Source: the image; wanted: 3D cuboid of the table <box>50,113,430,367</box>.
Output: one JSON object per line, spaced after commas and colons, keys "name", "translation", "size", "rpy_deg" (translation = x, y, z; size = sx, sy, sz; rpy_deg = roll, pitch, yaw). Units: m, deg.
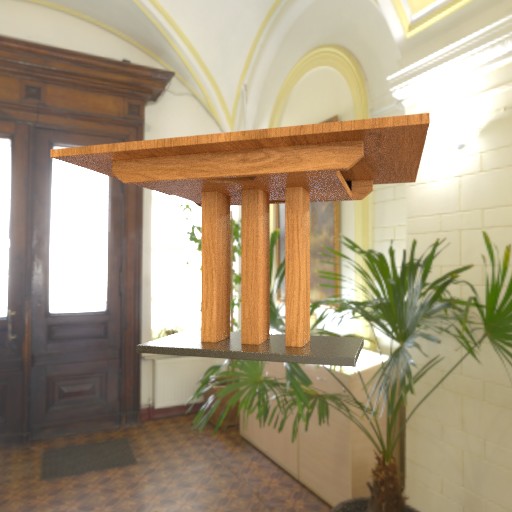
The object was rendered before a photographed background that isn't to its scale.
{"name": "table", "translation": [0.000, 0.000, 1.852], "size": [1.300, 0.770, 0.900], "rpy_deg": [0, -2, 17]}
